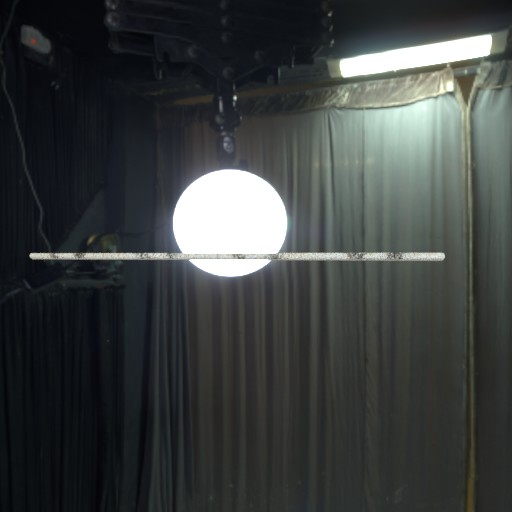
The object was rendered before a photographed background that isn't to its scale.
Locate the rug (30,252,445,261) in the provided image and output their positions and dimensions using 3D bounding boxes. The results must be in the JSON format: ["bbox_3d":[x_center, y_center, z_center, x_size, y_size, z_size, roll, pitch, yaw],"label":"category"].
[{"bbox_3d":[0.000,0.000,2.153,1.600,0.025,1.200,0,0,18],"label":"rug"}]
